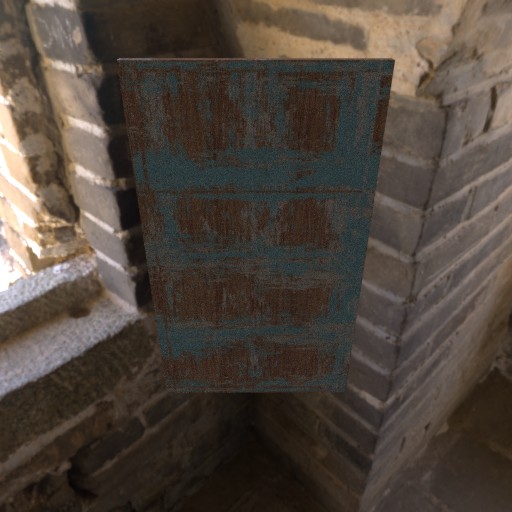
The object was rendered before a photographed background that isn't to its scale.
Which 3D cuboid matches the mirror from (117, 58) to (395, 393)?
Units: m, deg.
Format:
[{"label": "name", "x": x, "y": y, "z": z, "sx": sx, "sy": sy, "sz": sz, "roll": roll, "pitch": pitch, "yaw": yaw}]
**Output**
[{"label": "mirror", "x": 0.000, "y": 0.000, "z": 1.475, "sx": 0.707, "sy": 1.213, "sz": 0.083, "roll": 0, "pitch": 31, "yaw": 0}]
